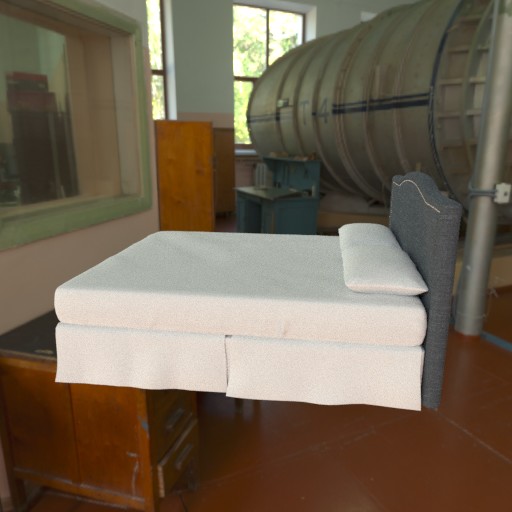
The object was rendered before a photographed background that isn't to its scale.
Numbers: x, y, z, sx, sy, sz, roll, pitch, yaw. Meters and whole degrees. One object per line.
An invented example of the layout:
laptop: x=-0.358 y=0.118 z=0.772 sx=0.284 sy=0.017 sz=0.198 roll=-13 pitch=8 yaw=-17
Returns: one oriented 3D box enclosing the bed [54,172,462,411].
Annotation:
bed: x=0.000 y=0.000 z=3.842 sx=2.689 sy=1.457 sz=2.161 roll=2 pitch=15 yaw=8
